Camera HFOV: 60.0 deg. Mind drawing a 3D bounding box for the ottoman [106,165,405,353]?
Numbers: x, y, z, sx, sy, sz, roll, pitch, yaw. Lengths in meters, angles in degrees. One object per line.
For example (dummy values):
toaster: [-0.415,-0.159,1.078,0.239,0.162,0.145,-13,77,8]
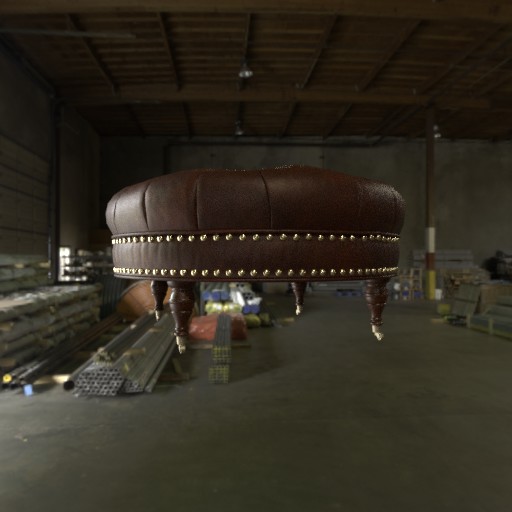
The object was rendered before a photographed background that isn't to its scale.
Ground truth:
ottoman: [0.000,0.000,1.387,0.901,0.455,0.901,0,0,0]
